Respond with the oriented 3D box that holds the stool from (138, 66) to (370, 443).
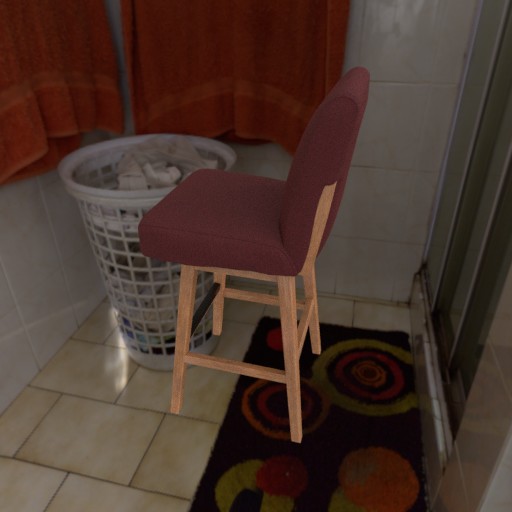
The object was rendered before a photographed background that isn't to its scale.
[{"bbox_3d":[0.000,0.000,1.403,0.562,1.093,0.468,8,32,13],"label":"stool"}]
